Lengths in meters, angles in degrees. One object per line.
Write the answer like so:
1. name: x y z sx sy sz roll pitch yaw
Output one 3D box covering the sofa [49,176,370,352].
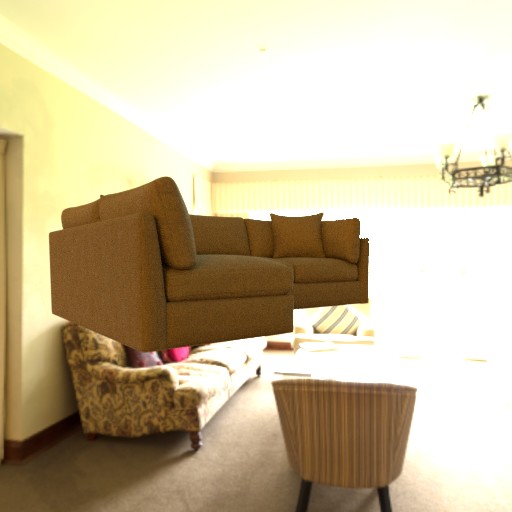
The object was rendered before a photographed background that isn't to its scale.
1. sofa: 0.000 0.000 3.805 2.896 0.978 1.994 0 -1 -37
